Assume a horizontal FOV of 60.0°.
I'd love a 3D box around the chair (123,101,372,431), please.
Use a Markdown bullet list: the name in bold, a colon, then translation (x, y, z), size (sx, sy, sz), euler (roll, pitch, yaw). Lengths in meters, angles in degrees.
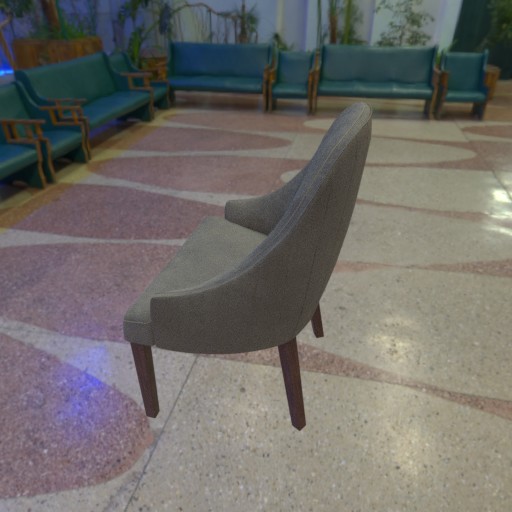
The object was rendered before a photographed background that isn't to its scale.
- **chair**: translation (0.000, 0.000, 1.328), size (0.575, 0.889, 0.643), euler (8, 32, 13)
